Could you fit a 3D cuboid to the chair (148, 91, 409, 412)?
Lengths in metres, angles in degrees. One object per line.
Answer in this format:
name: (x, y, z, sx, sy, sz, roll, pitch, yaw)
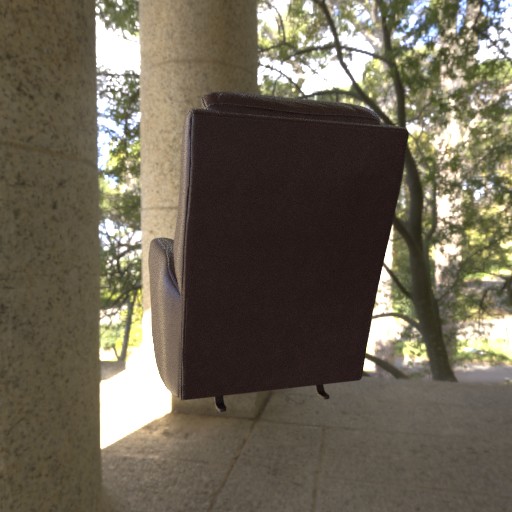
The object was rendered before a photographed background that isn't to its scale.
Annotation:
chair: (0.000, 0.000, 1.795, 0.829, 1.030, 1.080, -1, 2, -17)
